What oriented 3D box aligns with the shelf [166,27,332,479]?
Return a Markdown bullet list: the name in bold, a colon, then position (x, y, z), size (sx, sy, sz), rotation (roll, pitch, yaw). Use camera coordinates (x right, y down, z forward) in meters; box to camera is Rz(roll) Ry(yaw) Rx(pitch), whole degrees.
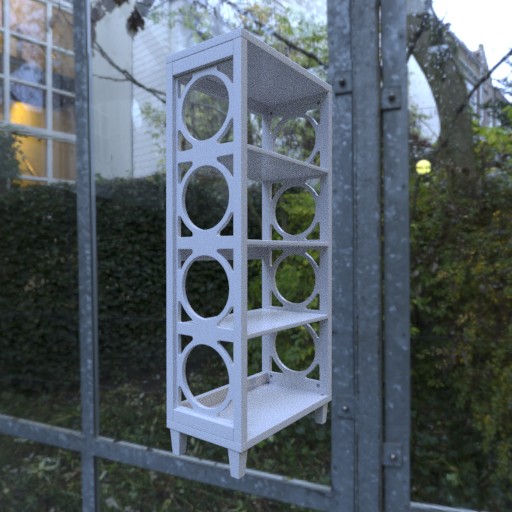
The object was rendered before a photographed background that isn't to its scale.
- **shelf**: position (0.000, 0.000, 1.712), size (0.340, 1.411, 0.611), rotation (0, 1, 37)
